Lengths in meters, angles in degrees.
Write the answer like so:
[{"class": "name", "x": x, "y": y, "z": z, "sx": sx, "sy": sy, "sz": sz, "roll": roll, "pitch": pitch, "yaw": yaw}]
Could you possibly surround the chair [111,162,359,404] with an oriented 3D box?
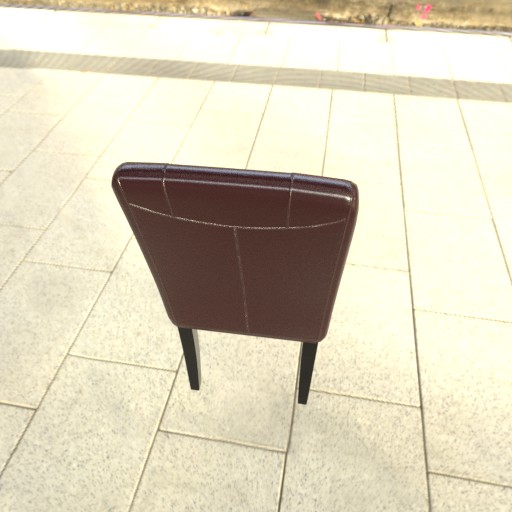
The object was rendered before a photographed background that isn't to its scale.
[{"class": "chair", "x": 0.000, "y": 0.000, "z": 1.176, "sx": 0.399, "sy": 0.897, "sz": 0.556, "roll": 6, "pitch": 46, "yaw": 5}]
